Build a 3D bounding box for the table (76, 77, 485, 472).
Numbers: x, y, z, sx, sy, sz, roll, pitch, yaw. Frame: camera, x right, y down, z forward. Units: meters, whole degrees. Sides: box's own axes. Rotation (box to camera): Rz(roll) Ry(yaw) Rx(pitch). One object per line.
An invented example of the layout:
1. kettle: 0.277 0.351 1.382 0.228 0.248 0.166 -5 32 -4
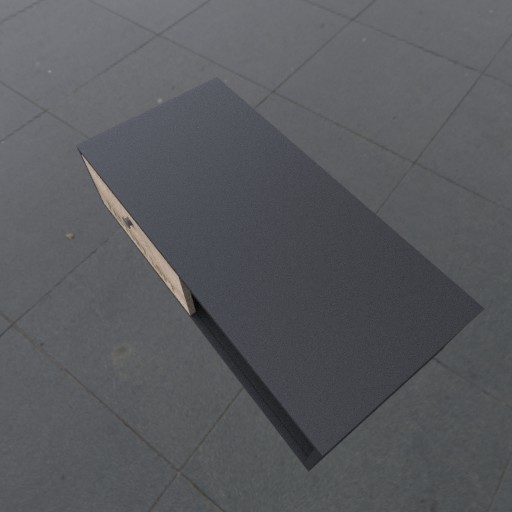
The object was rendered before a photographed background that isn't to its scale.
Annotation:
1. table: 0.000 0.000 1.370 0.550 0.400 1.100 -34 64 -19
